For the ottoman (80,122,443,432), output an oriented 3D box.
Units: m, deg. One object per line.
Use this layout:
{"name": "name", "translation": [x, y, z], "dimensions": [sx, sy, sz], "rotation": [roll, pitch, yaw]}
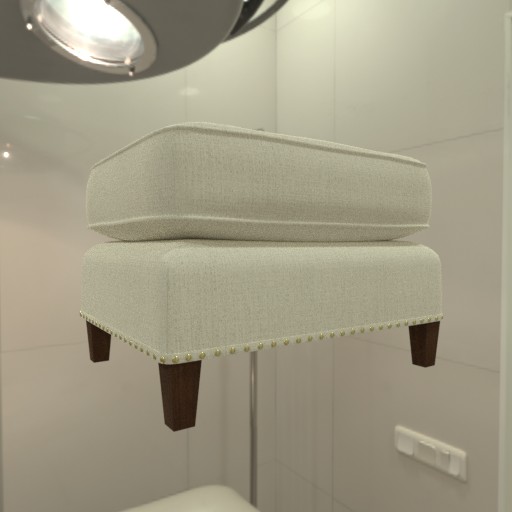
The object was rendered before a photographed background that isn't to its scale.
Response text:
{"name": "ottoman", "translation": [0.000, 0.000, 1.119], "dimensions": [0.738, 0.537, 0.589], "rotation": [-1, 2, -34]}
